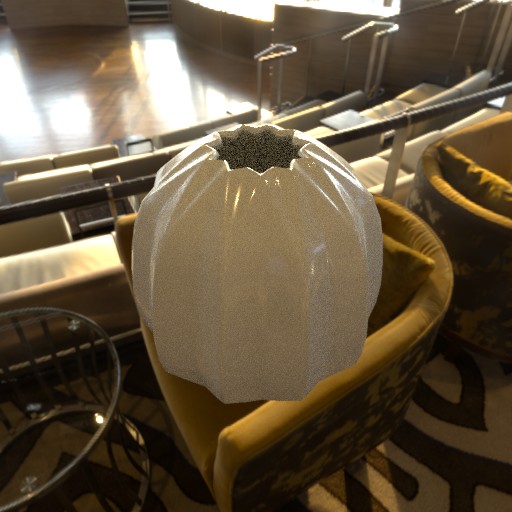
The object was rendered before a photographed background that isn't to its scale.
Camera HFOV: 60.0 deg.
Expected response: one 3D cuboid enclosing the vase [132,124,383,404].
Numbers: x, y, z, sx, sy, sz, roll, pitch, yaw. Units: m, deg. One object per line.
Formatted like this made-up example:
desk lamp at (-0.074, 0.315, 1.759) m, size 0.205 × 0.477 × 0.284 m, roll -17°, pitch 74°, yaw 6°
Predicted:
vase at (0.000, 0.000, 0.248) m, size 0.139 × 0.134 × 0.139 m, roll 0°, pitch 41°, yaw 0°
